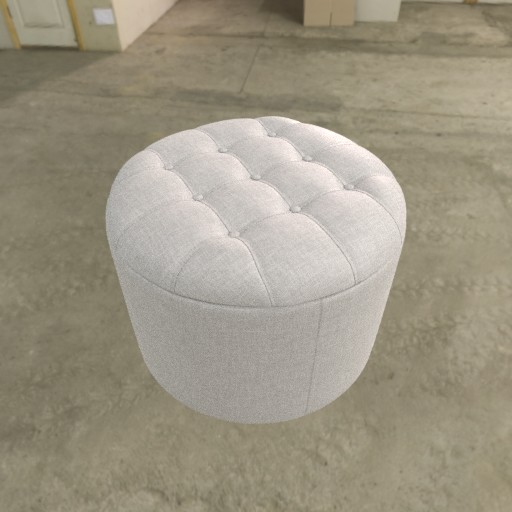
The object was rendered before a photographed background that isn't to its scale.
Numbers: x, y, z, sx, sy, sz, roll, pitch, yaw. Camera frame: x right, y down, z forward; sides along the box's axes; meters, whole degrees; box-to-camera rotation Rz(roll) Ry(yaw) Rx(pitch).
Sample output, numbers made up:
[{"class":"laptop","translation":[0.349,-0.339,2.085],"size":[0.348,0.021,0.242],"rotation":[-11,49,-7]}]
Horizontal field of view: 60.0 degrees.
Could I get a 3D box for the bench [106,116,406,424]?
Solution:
[{"class":"bench","translation":[0.000,0.000,1.008],"size":[0.600,0.453,0.600],"rotation":[0,42,0]}]
